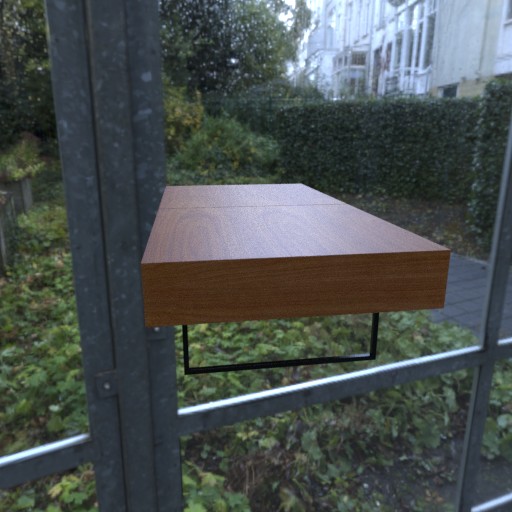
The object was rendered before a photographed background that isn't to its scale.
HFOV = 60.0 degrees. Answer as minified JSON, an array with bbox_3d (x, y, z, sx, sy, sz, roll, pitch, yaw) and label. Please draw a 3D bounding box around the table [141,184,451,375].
[{"bbox_3d":[0.000,0.000,1.461,0.610,0.330,1.194,-2,16,-9],"label":"table"}]
